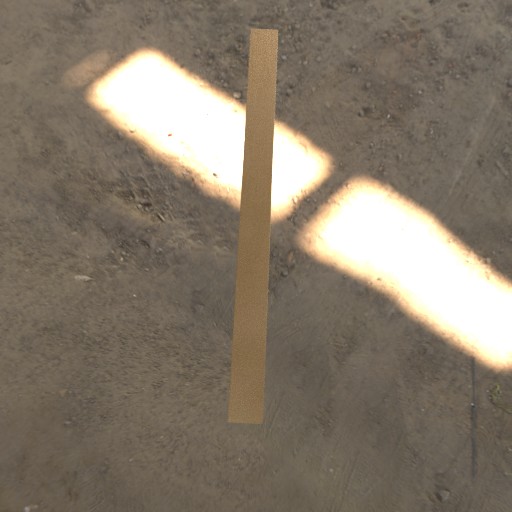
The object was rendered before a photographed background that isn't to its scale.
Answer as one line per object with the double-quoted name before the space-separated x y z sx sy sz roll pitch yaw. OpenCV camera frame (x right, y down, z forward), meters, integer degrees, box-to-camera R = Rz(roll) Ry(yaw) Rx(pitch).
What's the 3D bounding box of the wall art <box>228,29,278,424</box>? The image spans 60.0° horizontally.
"wall art" 0.000 0.000 0.793 0.038 0.511 0.513 3 75 1
